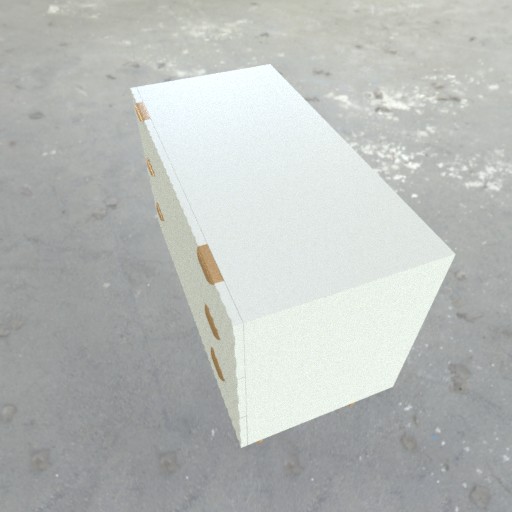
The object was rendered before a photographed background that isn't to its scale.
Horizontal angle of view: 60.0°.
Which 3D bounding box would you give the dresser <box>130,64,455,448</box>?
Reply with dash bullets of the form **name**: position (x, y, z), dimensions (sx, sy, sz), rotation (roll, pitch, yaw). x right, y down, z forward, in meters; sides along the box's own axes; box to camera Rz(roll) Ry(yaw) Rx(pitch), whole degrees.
- **dresser**: position (0.000, 0.000, 1.334), dimensions (0.457, 0.721, 0.905), rotation (-16, 49, -15)
